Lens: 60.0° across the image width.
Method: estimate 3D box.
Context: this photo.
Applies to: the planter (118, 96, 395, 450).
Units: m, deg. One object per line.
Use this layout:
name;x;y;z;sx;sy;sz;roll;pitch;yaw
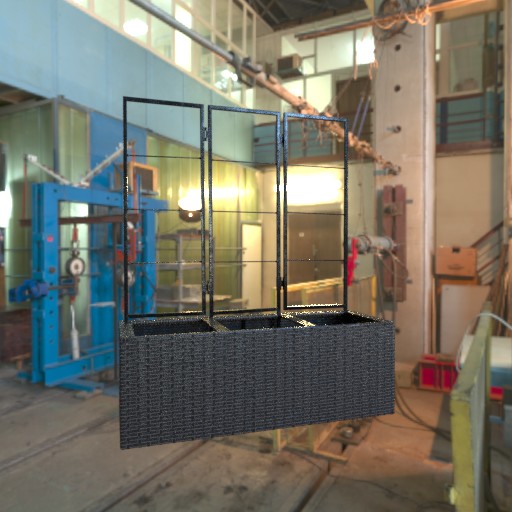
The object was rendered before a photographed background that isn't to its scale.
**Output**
planter;0.000;0.000;1.178;0.699;0.841;0.244;0;1;-18
